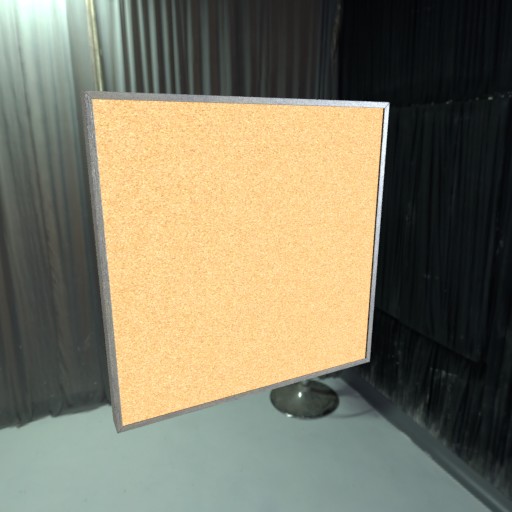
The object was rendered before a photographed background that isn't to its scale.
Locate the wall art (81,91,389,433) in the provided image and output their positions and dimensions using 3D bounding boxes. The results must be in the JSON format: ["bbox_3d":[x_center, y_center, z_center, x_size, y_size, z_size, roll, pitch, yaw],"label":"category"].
[{"bbox_3d":[0.000,0.000,0.755,0.507,0.507,0.037,-8,17,-26],"label":"wall art"}]
